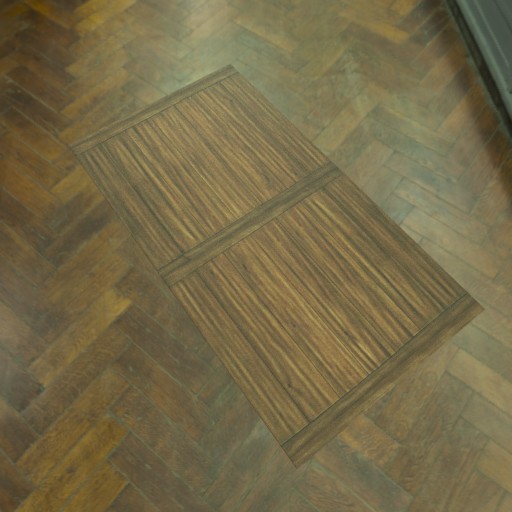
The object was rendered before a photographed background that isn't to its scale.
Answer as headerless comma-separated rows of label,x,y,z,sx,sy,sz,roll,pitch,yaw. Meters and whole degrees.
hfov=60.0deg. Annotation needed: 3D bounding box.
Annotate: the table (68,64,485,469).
table,0.000,0.000,2.532,1.071,0.793,1.966,-33,67,-16
